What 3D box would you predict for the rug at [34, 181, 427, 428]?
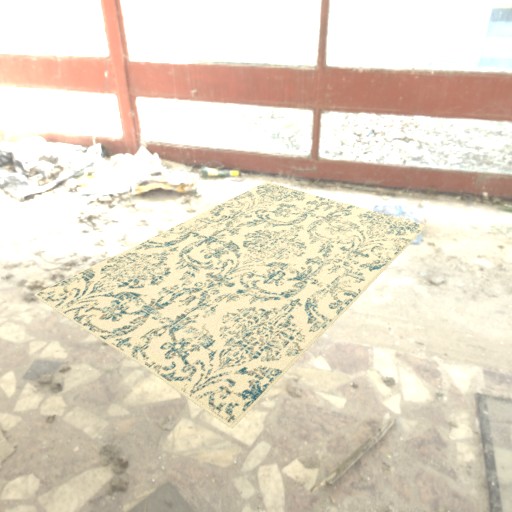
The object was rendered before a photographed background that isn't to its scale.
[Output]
[{"bbox_3d":[0.000,0.000,2.377,1.213,0.012,1.831,21,37,32],"label":"rug"}]
